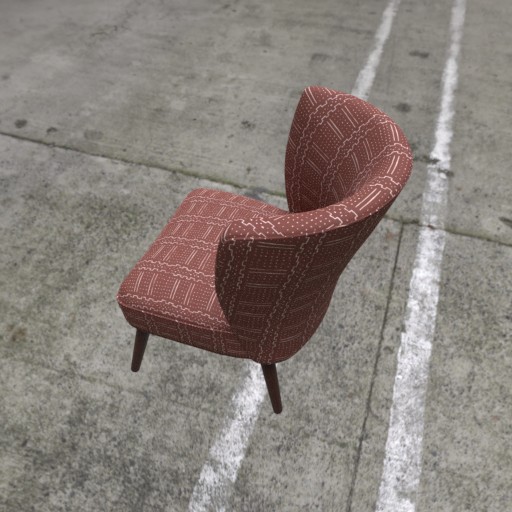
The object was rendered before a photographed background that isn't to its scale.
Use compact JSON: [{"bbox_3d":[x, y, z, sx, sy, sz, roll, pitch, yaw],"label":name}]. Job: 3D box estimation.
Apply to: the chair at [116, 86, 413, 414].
[{"bbox_3d":[0.000,0.000,1.396,0.758,0.866,0.706,14,47,13],"label":"chair"}]
